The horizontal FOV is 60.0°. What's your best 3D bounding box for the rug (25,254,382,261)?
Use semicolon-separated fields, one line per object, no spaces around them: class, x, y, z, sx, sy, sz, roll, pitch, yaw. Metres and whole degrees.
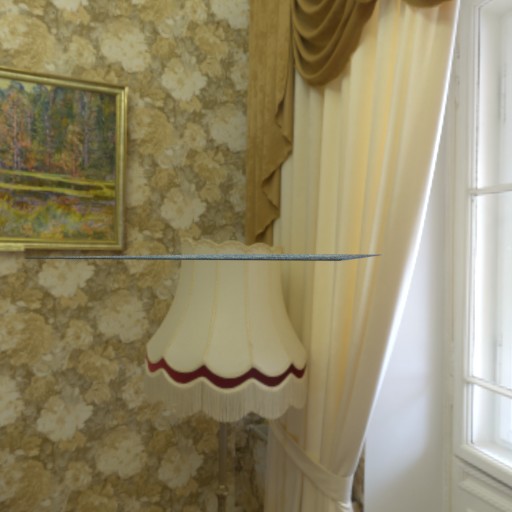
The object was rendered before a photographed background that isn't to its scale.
rug;0.000;0.000;3.043;1.525;0.007;2.440;0;1;19
